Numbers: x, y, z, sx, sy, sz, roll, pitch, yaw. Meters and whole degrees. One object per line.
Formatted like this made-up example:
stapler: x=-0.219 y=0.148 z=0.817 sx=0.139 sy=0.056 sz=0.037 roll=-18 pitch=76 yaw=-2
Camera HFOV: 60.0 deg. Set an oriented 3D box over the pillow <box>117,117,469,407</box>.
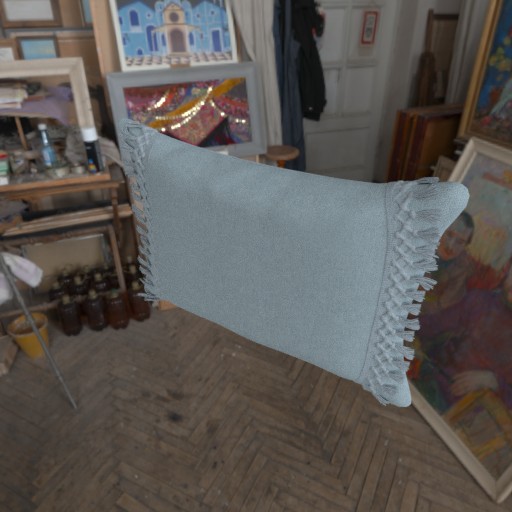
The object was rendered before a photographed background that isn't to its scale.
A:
pillow: x=0.000 y=0.000 z=0.587 sx=0.466 sy=0.305 sz=0.084 roll=19 pitch=36 yaw=28
